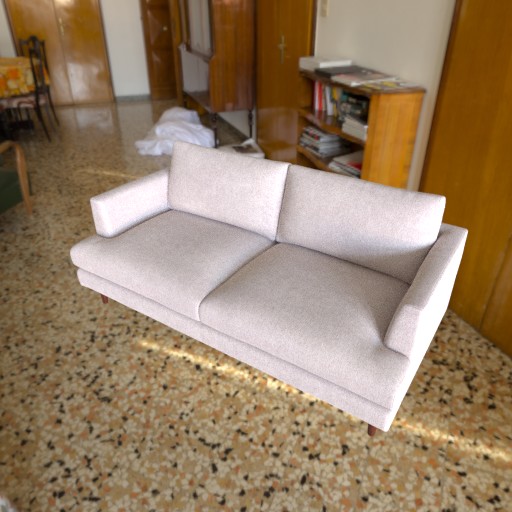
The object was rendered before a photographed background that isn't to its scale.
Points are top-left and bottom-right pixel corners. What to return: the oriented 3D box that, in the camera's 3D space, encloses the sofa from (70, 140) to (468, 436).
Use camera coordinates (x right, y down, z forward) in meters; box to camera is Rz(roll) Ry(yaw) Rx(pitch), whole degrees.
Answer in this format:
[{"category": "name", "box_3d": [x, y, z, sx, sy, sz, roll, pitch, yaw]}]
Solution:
[{"category": "sofa", "box_3d": [0.000, 0.000, 2.460, 1.948, 0.868, 1.020, 19, 35, 28]}]
